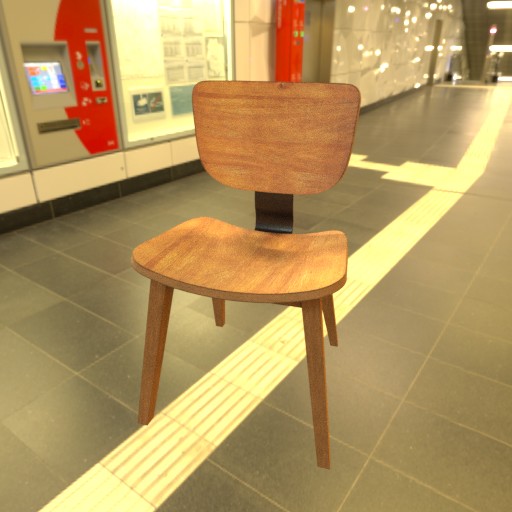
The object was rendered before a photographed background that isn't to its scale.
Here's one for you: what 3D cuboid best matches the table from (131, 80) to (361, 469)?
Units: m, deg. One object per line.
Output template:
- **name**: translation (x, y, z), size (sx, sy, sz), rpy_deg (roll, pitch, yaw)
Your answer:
- **table**: translation (0.000, 0.000, 1.128), size (0.499, 0.805, 0.500), rpy_deg (7, 26, 15)
